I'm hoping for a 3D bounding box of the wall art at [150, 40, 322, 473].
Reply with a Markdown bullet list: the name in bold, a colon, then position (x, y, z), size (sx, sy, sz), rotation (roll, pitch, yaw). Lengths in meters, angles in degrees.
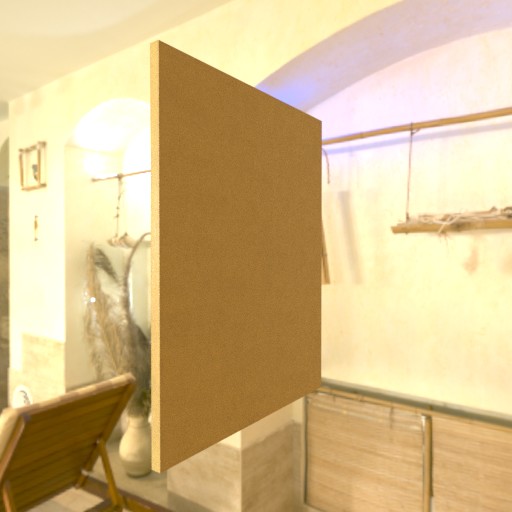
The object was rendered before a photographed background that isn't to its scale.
- **wall art**: position (0.000, 0.000, 1.355), size (0.030, 1.002, 0.798), rotation (1, 1, 36)
